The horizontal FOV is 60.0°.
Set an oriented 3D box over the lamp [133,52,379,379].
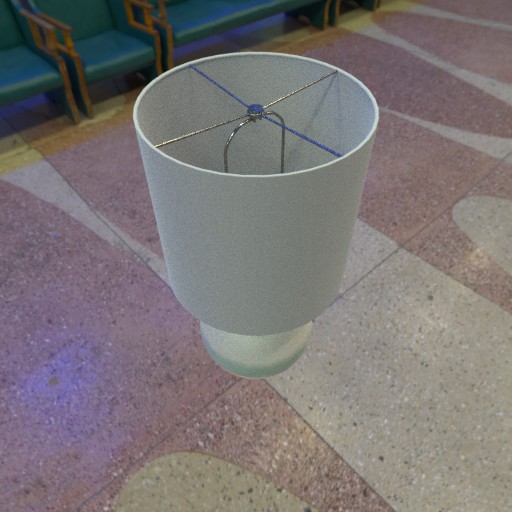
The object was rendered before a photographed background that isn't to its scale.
[{"bbox_3d":[0.000,0.000,0.545,0.217,0.404,0.217,-31,55,-26],"label":"lamp"}]
